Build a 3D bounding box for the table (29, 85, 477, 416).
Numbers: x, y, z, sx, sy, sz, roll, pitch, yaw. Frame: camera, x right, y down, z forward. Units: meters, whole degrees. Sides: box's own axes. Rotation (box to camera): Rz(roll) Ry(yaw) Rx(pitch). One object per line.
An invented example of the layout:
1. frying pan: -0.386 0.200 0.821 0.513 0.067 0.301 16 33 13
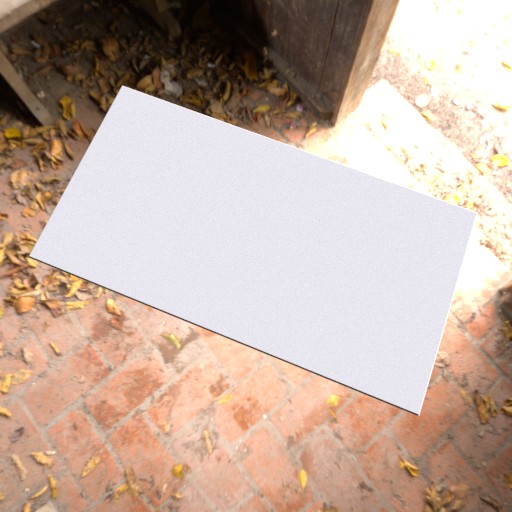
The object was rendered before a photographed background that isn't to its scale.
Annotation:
1. table: 0.000 0.000 1.398 1.067 0.457 0.559 21 76 5
